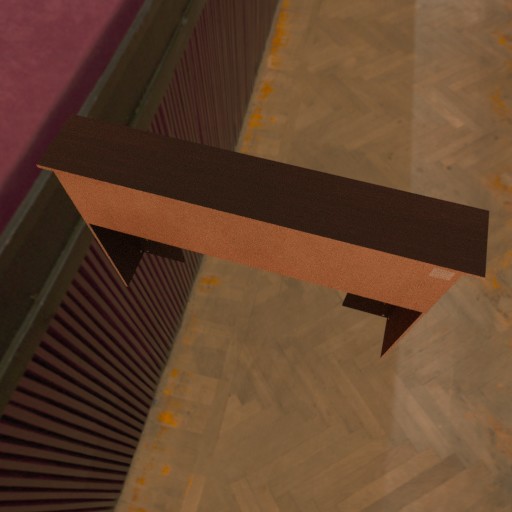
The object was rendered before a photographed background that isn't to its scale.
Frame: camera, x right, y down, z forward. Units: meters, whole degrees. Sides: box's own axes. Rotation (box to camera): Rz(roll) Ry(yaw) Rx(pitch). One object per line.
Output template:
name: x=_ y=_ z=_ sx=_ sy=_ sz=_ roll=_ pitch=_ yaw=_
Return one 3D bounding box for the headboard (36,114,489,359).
headboard: x=0.000 y=0.000 z=2.127 sx=1.671 sy=1.092 sz=0.279 roll=15 pitch=63 yaw=8
